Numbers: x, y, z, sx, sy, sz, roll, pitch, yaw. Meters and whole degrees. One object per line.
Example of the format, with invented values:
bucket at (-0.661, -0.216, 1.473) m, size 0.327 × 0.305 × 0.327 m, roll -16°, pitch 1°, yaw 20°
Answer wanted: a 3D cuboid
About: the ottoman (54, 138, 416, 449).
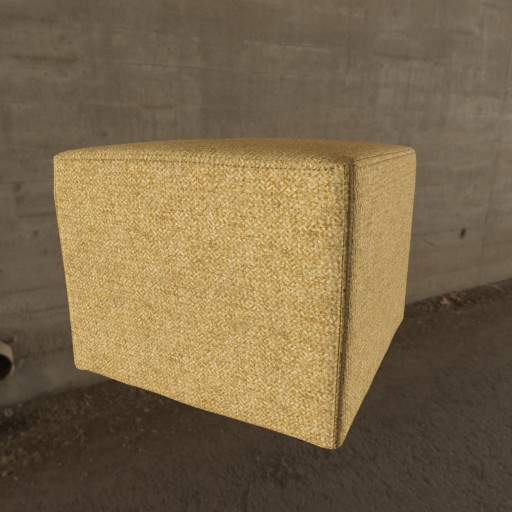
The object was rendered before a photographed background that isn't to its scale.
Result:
ottoman at (0.000, 0.000, 0.860) m, size 0.505 × 0.441 × 0.512 m, roll 8°, pitch 17°, yaw 26°
